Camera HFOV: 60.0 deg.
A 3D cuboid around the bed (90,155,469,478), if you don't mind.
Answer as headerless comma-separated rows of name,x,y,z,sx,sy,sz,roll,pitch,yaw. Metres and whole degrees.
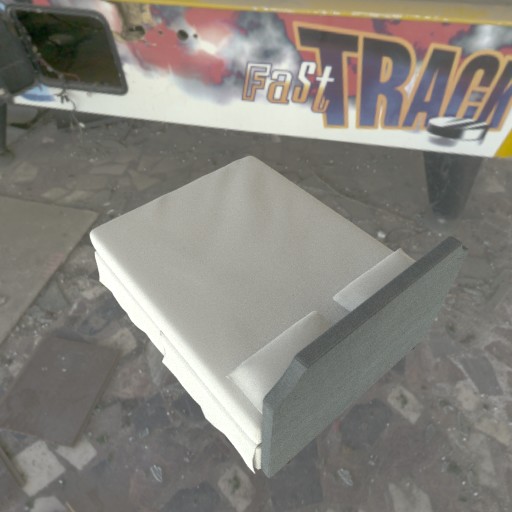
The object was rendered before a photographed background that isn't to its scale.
bed,0.000,0.000,3.637,1.977,1.306,2.464,-31,54,-26
